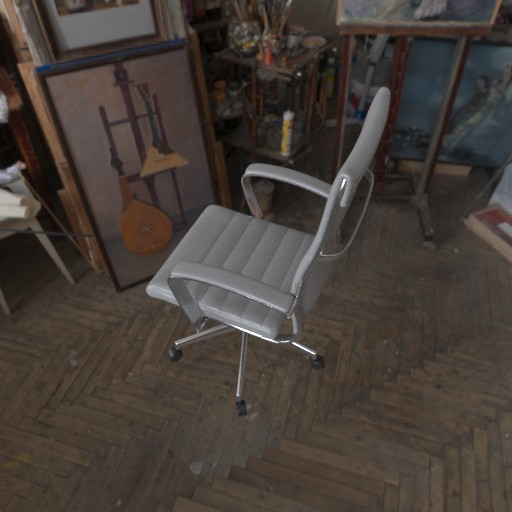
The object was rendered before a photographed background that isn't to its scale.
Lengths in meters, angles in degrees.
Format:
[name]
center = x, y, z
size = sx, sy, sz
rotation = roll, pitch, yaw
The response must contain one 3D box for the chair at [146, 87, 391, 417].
[chair]
center = 0.000, 0.000, 1.564
size = 0.667, 1.149, 0.679
rotation = 17, 48, 15
